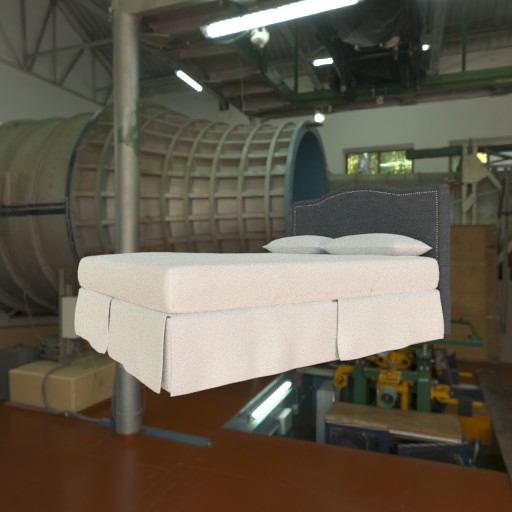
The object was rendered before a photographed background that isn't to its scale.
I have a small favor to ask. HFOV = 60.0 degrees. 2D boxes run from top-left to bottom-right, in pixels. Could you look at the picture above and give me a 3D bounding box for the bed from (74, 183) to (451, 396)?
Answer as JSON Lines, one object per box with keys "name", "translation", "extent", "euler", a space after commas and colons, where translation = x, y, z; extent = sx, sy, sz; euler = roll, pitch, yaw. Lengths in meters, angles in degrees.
{"name": "bed", "translation": [0.000, 0.000, 3.943], "extent": [2.689, 1.457, 2.161], "euler": [-1, 2, -35]}
